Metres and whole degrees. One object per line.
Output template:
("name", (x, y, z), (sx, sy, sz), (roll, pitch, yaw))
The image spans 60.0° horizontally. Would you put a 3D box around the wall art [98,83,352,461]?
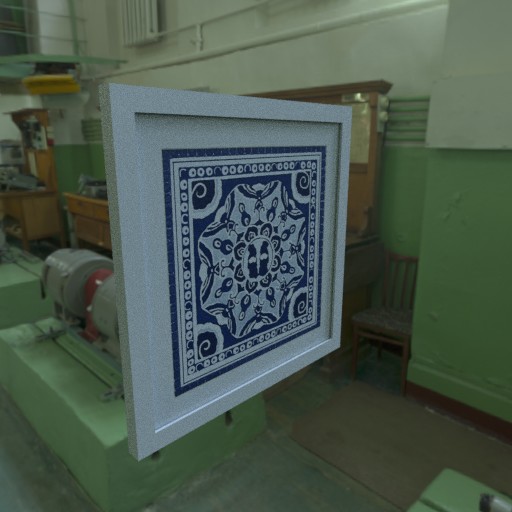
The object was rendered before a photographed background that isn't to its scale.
("wall art", (0.000, 0.000, 0.831), (0.028, 0.559, 0.559), (14, 20, 43))
